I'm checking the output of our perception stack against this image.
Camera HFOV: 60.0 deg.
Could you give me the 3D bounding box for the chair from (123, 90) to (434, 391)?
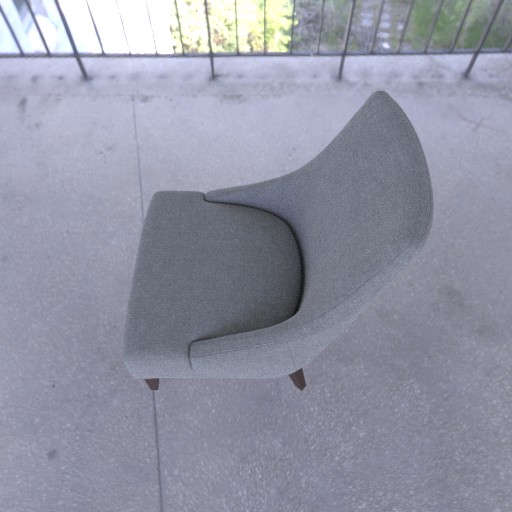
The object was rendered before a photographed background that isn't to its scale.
[{"bbox_3d":[0.000,0.000,1.475,0.861,0.909,0.701,1,56,0],"label":"chair"}]
